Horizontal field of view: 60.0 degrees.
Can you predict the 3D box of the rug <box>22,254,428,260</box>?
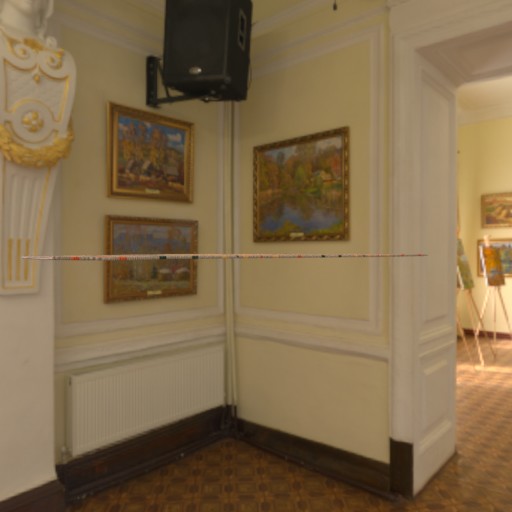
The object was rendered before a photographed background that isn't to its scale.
[{"bbox_3d":[0.000,0.000,2.669,2.419,0.022,0.744,0,1,-36],"label":"rug"}]
